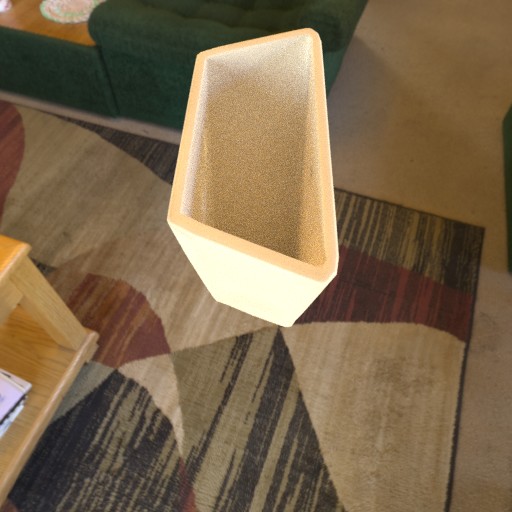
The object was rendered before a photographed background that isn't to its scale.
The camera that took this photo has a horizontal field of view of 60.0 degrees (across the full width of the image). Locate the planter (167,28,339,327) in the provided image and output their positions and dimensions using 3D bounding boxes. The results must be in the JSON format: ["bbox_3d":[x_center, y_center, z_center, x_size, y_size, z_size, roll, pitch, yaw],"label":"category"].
[{"bbox_3d":[0.000,0.000,0.266,0.060,0.197,0.150,2,57,1],"label":"planter"}]
